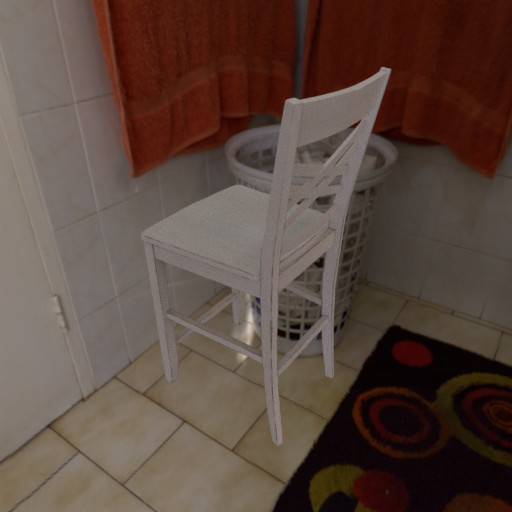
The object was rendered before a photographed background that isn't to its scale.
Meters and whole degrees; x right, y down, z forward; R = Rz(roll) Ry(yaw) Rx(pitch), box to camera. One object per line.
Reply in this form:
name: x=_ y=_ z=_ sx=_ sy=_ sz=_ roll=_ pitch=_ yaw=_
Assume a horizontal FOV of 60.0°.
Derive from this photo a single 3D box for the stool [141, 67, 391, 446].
stool: x=0.000 y=0.000 z=1.373 sx=0.539 sy=1.079 sz=0.462 roll=21 pitch=38 yaw=30
